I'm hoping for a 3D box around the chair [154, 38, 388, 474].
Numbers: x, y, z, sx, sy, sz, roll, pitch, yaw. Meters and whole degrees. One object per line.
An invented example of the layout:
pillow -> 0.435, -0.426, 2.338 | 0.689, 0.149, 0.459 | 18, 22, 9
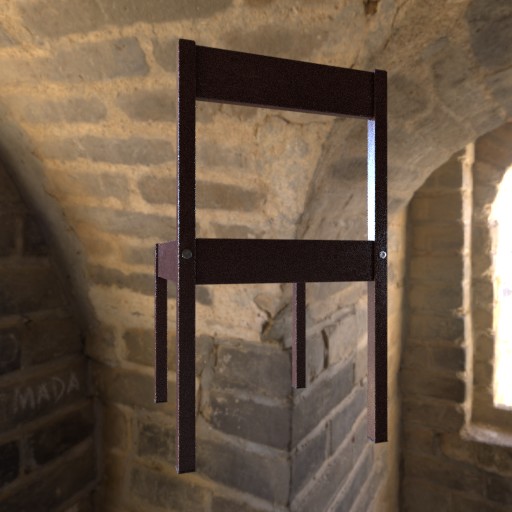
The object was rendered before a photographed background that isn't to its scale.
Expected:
chair -> 0.000, 0.000, 0.691 | 0.285, 0.505, 0.285 | 0, 0, -19
